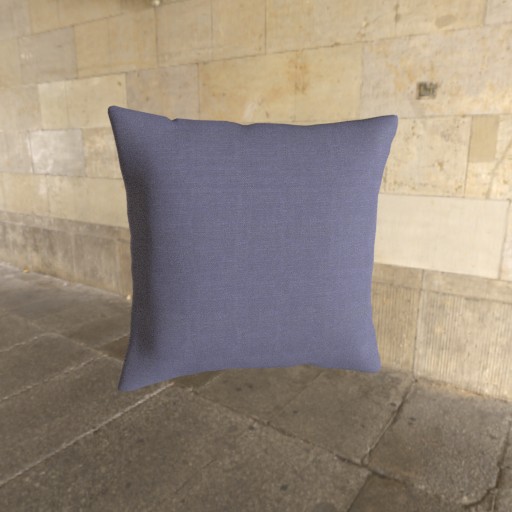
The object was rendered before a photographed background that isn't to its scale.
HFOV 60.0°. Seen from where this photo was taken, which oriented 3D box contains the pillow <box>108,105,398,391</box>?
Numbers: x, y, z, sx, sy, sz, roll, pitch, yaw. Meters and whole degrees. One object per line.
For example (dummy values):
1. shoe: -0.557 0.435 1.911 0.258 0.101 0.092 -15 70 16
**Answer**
1. pillow: 0.000 0.000 0.676 0.436 0.430 0.138 -2 14 -10
